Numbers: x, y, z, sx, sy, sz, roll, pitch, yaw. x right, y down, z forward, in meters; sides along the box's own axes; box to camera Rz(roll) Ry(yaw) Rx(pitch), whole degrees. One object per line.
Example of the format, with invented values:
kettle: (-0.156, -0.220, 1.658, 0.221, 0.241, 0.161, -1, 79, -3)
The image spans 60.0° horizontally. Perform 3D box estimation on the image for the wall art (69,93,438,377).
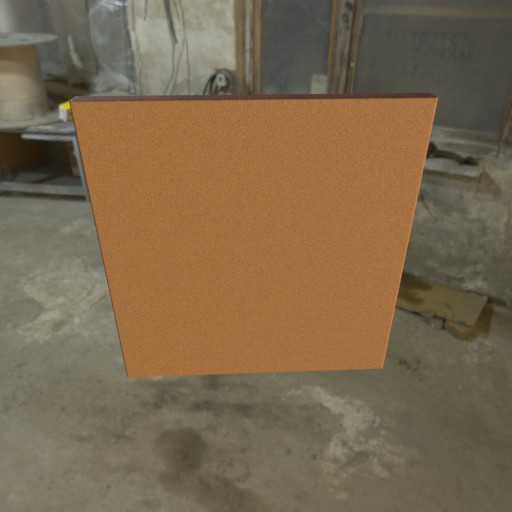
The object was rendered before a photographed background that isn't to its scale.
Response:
wall art: (0.000, 0.000, 0.829, 0.554, 0.572, 0.037, -1, 31, -2)
